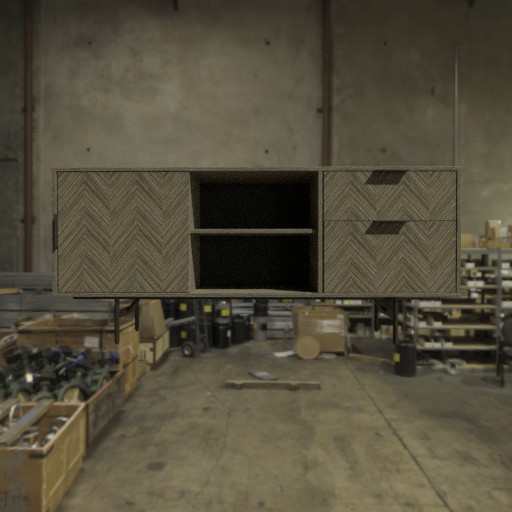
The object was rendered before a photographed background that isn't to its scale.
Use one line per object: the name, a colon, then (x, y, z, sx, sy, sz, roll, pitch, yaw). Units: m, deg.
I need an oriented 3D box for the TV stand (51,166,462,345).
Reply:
TV stand: (0.000, 0.000, 2.121, 1.804, 0.787, 0.405, 0, 1, 1)
